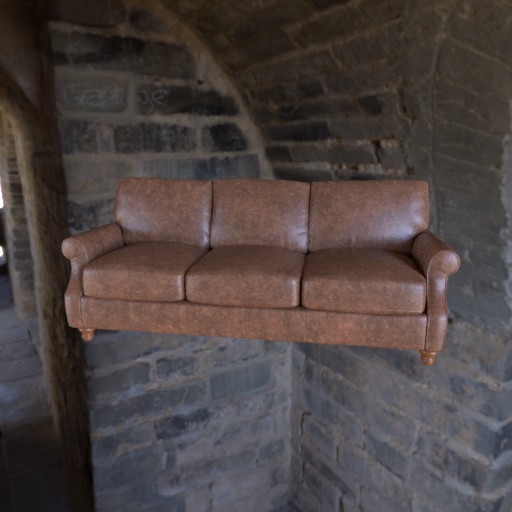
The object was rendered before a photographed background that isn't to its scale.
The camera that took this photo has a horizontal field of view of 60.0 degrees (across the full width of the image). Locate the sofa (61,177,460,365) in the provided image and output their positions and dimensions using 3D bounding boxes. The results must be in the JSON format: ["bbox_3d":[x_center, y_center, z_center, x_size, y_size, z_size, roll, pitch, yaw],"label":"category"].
[{"bbox_3d":[0.000,0.000,2.900,2.351,0.977,0.973,2,13,9],"label":"sofa"}]
